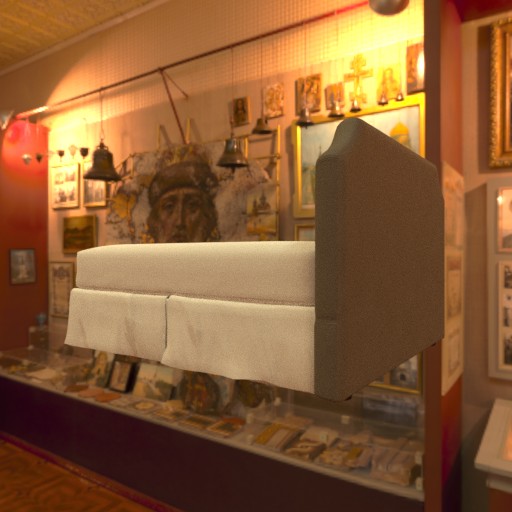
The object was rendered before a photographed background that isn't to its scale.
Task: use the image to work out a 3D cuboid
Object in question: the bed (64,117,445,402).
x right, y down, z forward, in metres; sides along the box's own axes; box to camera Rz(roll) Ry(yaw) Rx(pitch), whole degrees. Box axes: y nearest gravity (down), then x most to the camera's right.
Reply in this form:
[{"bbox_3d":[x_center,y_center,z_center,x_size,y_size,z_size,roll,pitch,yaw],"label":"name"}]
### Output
[{"bbox_3d":[0.000,0.000,3.208,2.181,1.297,1.831,0,0,36],"label":"bed"}]
